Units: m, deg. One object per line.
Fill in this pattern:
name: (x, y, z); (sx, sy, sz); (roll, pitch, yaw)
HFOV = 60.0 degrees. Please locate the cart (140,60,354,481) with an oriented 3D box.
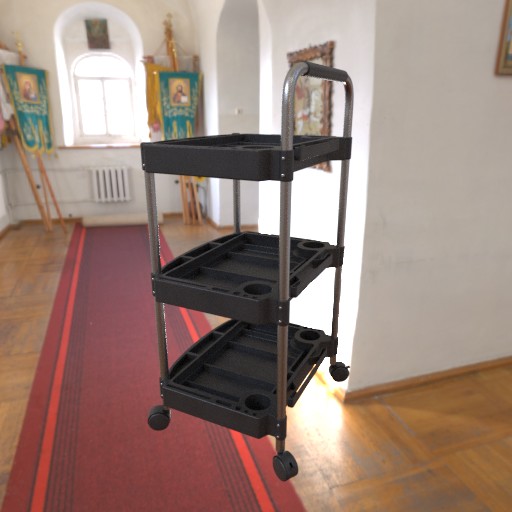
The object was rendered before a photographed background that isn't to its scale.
cart: (0.000, 0.000, 1.379); (0.518, 1.075, 0.584); (9, 21, 25)
